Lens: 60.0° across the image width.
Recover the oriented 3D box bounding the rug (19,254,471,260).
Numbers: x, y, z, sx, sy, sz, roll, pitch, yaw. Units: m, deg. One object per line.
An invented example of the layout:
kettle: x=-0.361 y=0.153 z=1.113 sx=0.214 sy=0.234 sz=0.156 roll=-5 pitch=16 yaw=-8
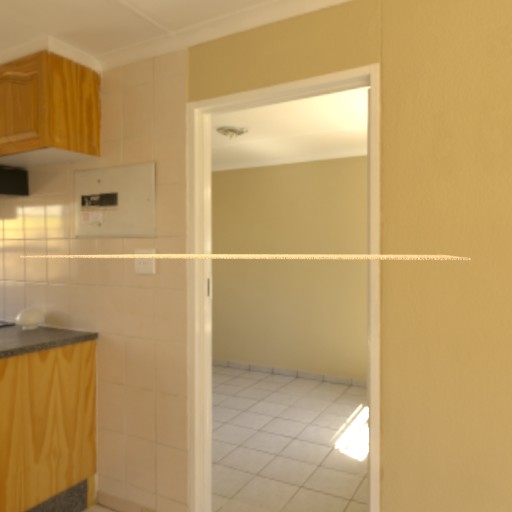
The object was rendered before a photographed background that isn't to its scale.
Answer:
rug: x=0.000 y=0.000 z=2.156 sx=1.752 sy=0.006 sz=1.142 roll=0 pitch=1 yaw=19
